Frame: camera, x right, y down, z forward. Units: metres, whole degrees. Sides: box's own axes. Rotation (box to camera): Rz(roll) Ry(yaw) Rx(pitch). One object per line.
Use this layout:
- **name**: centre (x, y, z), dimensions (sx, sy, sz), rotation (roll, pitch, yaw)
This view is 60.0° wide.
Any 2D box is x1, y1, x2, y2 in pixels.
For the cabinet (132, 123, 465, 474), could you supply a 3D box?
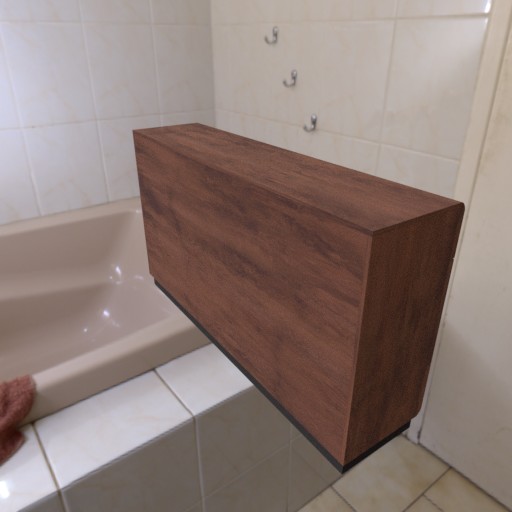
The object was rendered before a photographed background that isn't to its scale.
- **cabinet**: centre (0.000, 0.000, 1.971), dimensions (0.420, 0.900, 1.600), rotation (-17, 31, -31)
